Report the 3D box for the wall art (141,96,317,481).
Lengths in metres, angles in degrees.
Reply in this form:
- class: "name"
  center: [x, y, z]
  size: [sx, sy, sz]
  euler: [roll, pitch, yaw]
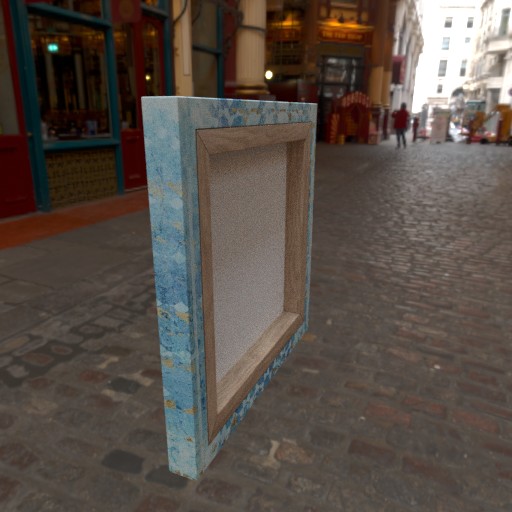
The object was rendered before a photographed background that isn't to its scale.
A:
- class: "wall art"
  center: [0.000, 0.000, 0.615]
  size: [0.037, 0.405, 0.405]
  euler: [8, 20, 23]
